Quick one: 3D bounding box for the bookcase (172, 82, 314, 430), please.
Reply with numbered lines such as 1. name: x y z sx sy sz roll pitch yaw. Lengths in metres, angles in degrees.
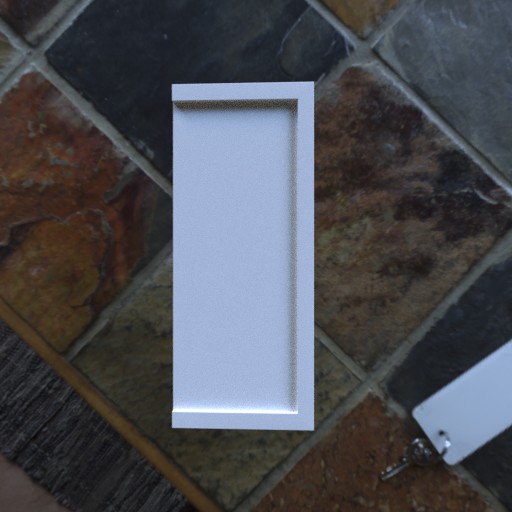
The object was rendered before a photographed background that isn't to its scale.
1. bookcase: 0.000 0.000 2.281 0.432 1.880 1.050 0 90 3
